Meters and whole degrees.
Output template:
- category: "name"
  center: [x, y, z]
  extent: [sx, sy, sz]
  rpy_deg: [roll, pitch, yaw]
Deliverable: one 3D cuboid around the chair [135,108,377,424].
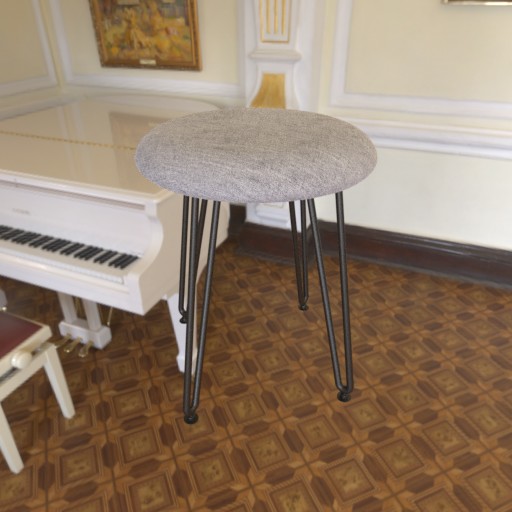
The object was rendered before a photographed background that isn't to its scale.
- category: "chair"
  center: [0.000, 0.000, 0.658]
  extent: [0.350, 0.386, 0.350]
  rpy_deg: [19, 35, 30]
